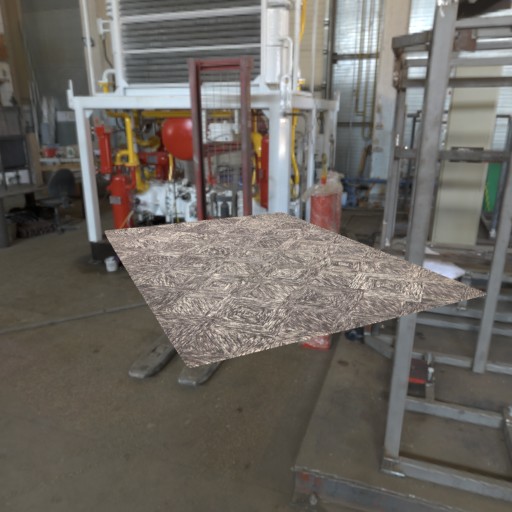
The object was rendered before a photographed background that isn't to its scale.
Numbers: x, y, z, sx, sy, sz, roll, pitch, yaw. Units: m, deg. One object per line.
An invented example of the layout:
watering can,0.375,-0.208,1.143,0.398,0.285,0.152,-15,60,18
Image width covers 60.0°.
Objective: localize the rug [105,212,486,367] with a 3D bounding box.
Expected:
rug,0.000,0.000,5.362,2.997,0.020,4.093,-8,20,-24
